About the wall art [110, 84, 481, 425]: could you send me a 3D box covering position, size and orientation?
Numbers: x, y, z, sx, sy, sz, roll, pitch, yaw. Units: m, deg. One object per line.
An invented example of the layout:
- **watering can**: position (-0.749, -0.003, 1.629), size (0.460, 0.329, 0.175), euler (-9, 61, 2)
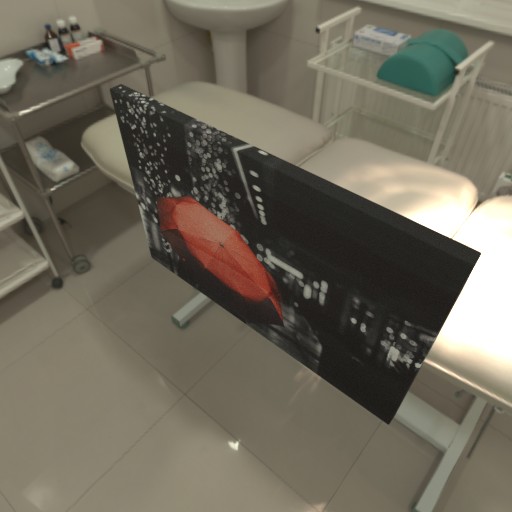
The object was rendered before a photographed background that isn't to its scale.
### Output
- **wall art**: position (0.000, 0.000, 1.122), size (0.914, 0.609, 0.038), euler (31, 54, 26)
